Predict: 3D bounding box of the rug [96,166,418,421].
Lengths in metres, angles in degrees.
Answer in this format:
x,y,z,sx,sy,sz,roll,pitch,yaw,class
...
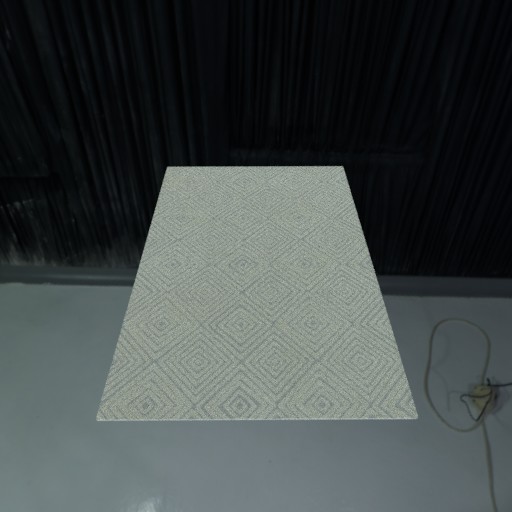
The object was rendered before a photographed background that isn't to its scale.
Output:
x,y,z,sx,sy,sz,roll,pitch,yaw,class
0.000,0.000,2.229,1.143,0.008,1.753,0,41,0,rug
